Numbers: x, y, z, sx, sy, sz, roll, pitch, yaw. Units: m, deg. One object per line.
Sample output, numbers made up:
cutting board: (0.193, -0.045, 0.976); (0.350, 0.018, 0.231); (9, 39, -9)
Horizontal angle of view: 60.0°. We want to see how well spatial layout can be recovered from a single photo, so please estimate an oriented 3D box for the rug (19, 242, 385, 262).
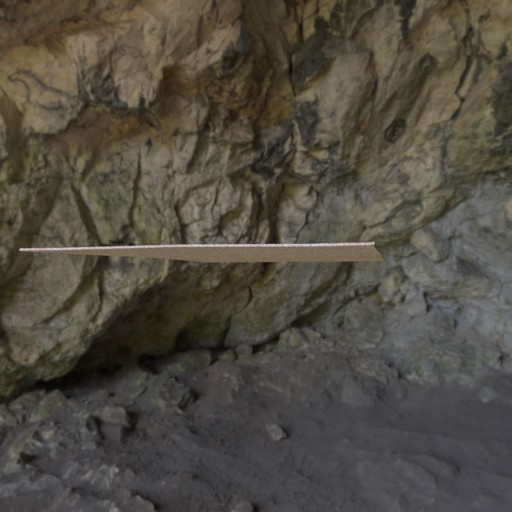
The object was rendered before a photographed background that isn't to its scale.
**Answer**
rug: (0.000, 0.000, 2.906); (1.596, 0.030, 2.283); (-1, -2, 17)
